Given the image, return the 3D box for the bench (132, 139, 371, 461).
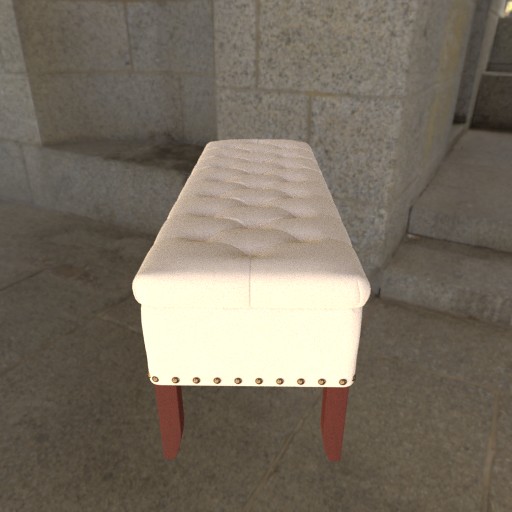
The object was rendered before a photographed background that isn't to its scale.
[{"bbox_3d":[0.000,0.000,1.277,0.400,0.470,1.054,0,26,1],"label":"bench"}]
